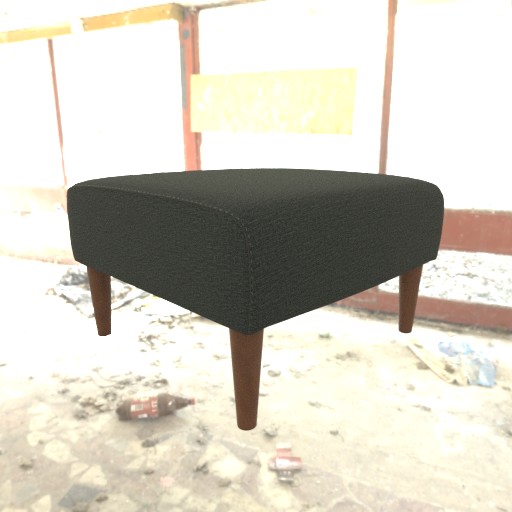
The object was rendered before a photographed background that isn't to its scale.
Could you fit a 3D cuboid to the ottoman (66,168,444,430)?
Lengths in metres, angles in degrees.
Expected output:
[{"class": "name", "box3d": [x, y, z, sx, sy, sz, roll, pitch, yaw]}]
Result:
[{"class": "ottoman", "box3d": [0.000, 0.000, 1.067, 0.650, 0.398, 0.649, -14, 20, -43]}]
